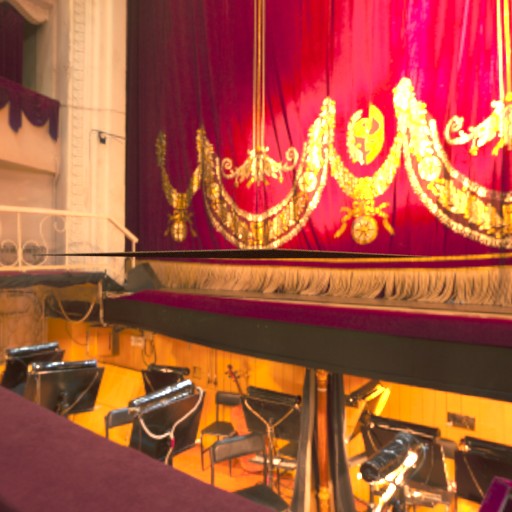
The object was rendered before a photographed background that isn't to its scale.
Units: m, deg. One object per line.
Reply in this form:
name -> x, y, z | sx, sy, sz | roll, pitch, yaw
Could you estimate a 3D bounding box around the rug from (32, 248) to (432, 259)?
rug -> 0.000, 0.000, 4.210 | 2.440, 0.008, 3.036 | -1, -1, 36
